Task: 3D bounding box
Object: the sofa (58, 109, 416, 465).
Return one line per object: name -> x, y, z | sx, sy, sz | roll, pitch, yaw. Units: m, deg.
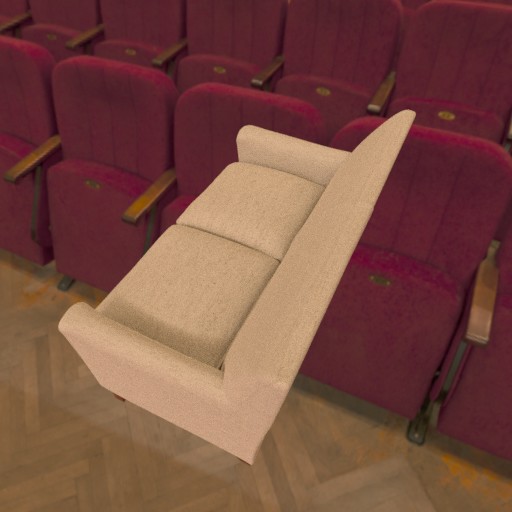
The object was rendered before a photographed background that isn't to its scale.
sofa -> 0.000, 0.000, 1.967 | 0.891, 0.892, 1.482 | 19, 49, 17
